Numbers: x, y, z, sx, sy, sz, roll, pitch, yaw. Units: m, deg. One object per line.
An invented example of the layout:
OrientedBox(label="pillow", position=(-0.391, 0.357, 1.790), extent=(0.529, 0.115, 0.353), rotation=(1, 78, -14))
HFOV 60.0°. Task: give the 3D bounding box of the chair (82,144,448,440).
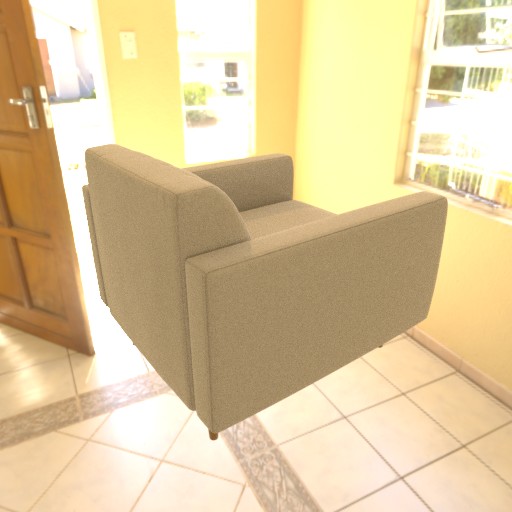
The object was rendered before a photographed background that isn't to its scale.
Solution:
OrientedBox(label="chair", position=(0.000, 0.000, 1.657), extent=(0.998, 0.819, 0.953), rotation=(-17, 30, -33))
